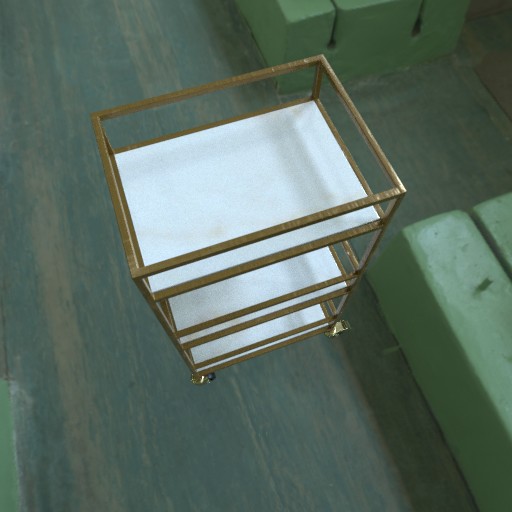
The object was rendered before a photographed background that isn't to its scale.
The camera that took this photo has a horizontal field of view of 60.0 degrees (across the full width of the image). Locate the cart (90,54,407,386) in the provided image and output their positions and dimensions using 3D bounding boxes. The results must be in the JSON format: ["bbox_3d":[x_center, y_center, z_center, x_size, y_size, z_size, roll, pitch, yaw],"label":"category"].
[{"bbox_3d":[0.000,0.000,1.019,0.483,0.761,0.332,-18,65,-9],"label":"cart"}]
